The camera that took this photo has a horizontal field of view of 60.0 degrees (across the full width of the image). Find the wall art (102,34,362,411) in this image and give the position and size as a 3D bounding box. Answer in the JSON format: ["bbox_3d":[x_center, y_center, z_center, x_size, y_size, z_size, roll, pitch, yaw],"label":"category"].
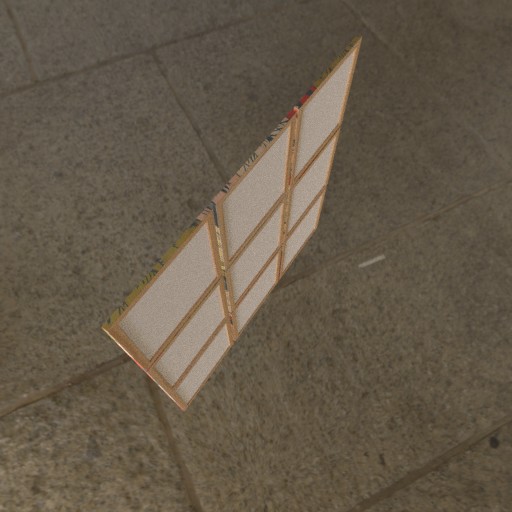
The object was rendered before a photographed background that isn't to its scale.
[{"bbox_3d":[0.000,0.000,1.321,0.013,0.913,0.904,31,67,15],"label":"wall art"}]
